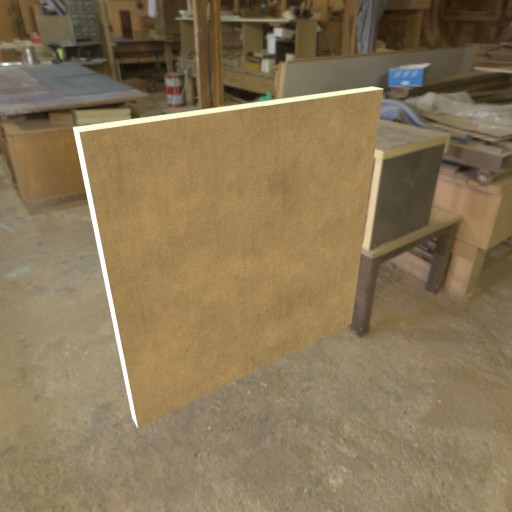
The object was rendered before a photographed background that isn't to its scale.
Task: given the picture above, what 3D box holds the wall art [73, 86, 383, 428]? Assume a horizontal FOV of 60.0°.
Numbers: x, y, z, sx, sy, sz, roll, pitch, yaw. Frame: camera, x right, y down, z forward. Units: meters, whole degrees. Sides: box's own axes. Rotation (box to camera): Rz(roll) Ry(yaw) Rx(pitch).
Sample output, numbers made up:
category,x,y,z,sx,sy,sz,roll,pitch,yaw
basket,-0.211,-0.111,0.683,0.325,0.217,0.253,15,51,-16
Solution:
category,x,y,z,sx,sy,sz,roll,pitch,yaw
wall art,0.000,0.000,0.687,0.455,0.453,0.023,-19,35,-29
